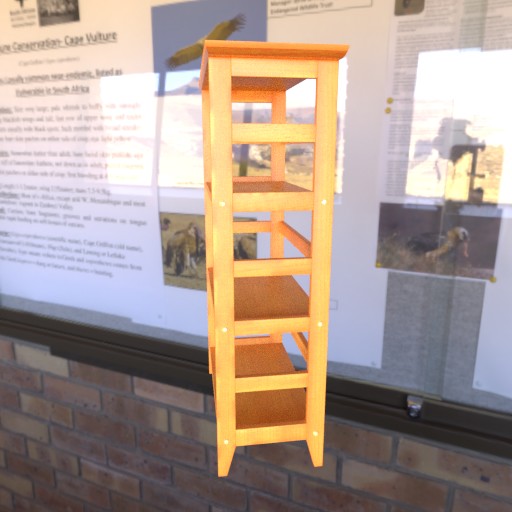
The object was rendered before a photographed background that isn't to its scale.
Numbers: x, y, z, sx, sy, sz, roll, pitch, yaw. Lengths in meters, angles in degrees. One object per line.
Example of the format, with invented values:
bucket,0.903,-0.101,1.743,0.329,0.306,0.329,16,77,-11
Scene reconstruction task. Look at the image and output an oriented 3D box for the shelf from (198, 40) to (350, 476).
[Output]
shelf,0.000,0.000,1.358,0.305,1.067,0.660,-2,14,-8
